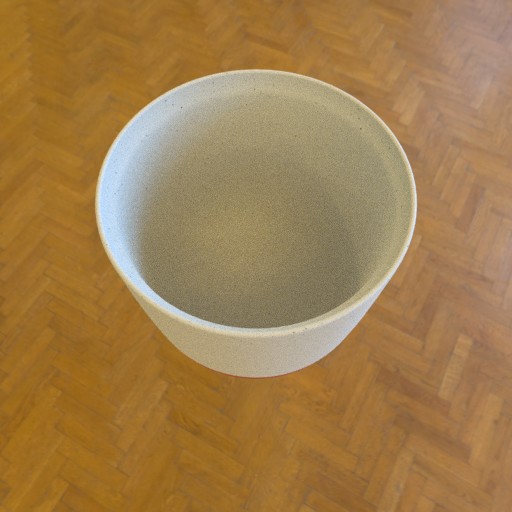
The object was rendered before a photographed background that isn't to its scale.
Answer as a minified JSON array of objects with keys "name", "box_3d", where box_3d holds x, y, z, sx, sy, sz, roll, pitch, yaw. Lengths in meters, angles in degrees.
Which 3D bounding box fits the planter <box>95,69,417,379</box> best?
[{"name":"planter","box_3d":[0.000,0.000,0.379,0.204,0.214,0.204,0,64,0]}]
